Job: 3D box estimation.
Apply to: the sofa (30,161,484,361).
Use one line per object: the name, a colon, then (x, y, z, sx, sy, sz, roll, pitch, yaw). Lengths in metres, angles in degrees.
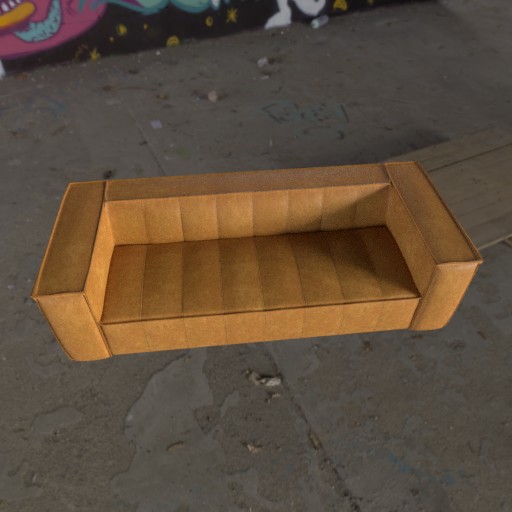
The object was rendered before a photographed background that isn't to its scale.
sofa: (0.000, 0.000, 3.058, 2.581, 0.701, 1.102, -4, 46, -4)
